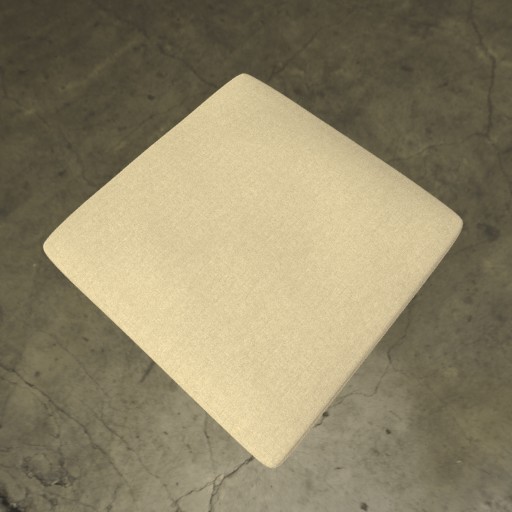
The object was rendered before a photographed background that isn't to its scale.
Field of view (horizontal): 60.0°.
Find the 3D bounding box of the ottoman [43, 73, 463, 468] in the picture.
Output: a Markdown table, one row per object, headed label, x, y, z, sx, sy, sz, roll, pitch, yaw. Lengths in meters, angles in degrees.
| label | x | y | z | sx | sy | sz | roll | pitch | yaw |
| --- | --- | --- | --- | --- | --- | --- | --- | --- | --- |
| ottoman | 0.000 | 0.000 | 1.336 | 0.843 | 0.436 | 0.840 | 39 | 72 | 15 |
